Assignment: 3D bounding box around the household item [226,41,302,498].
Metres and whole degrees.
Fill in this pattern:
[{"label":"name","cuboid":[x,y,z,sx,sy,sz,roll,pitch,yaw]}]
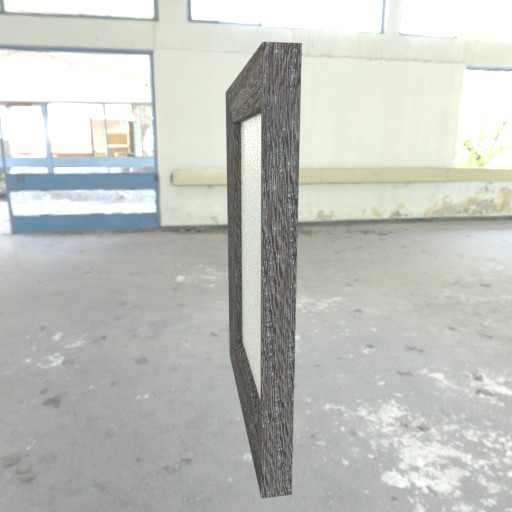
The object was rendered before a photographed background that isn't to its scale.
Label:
[{"label":"household item","cuboid":[0.000,0.000,0.275,0.020,0.210,0.160,-2,14,-9]}]
